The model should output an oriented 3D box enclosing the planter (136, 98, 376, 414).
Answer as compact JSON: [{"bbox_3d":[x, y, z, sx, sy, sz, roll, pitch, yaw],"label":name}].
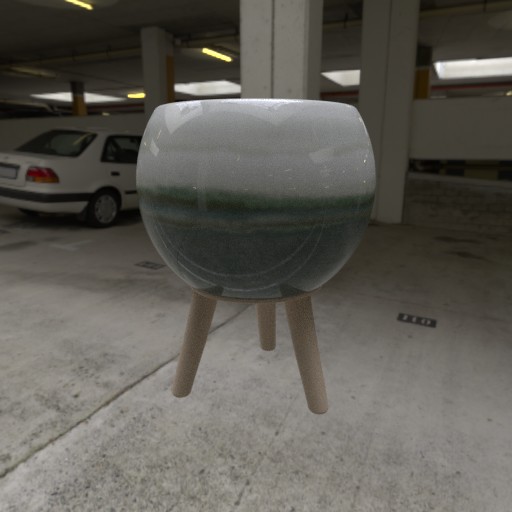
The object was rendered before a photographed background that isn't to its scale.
[{"bbox_3d":[0.000,0.000,0.441,0.222,0.278,0.222,0,13,0],"label":"planter"}]
